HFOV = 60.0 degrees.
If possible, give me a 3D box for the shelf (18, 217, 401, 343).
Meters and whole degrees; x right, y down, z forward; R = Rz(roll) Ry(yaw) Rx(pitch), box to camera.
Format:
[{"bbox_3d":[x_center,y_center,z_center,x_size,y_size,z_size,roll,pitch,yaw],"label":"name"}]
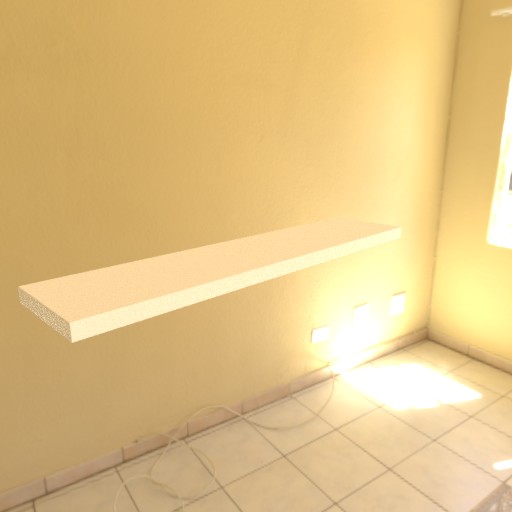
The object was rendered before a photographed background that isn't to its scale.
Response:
[{"bbox_3d":[0.000,0.000,0.656,0.610,0.020,0.140,-15,21,-43],"label":"shelf"}]
